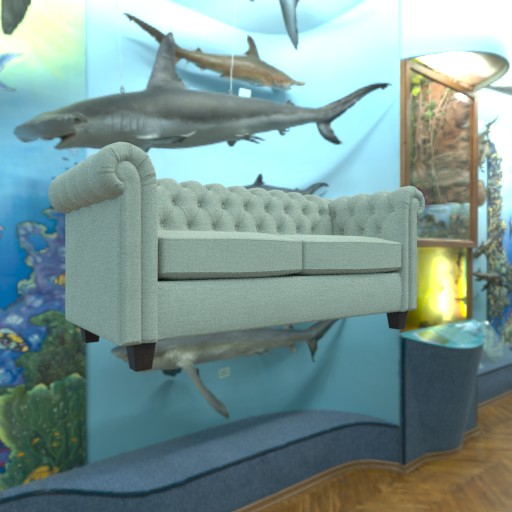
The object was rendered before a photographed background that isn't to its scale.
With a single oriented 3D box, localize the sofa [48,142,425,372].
[{"bbox_3d":[0.000,0.000,2.249,1.798,0.797,0.783,0,0,-36],"label":"sofa"}]
